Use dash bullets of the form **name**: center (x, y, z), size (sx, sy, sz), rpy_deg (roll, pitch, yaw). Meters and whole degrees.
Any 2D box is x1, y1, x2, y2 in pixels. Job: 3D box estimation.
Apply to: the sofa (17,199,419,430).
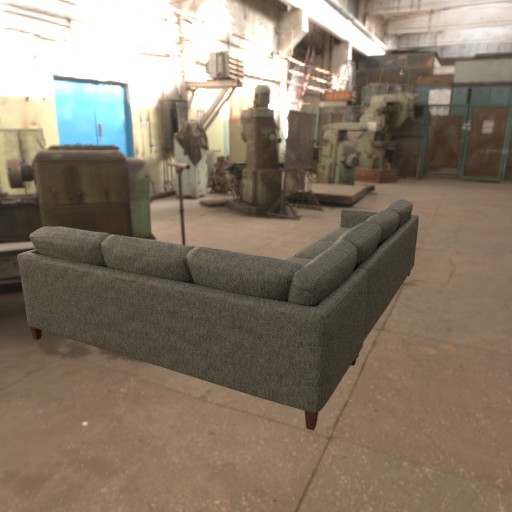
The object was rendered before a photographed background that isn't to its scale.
- **sofa**: center (0.000, 0.000, 4.359), size (2.593, 0.947, 3.302), rpy_deg (8, 18, 27)
